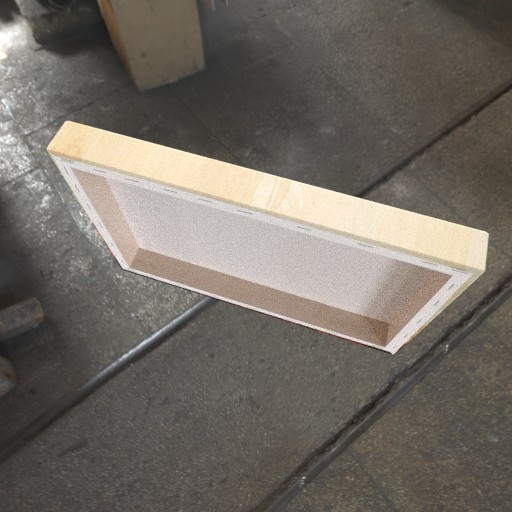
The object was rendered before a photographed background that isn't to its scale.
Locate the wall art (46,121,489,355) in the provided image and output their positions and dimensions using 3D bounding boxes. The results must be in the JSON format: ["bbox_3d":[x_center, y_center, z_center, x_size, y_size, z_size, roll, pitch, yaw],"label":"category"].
[{"bbox_3d":[0.000,0.000,0.487,0.383,0.251,0.037,16,64,8],"label":"wall art"}]
